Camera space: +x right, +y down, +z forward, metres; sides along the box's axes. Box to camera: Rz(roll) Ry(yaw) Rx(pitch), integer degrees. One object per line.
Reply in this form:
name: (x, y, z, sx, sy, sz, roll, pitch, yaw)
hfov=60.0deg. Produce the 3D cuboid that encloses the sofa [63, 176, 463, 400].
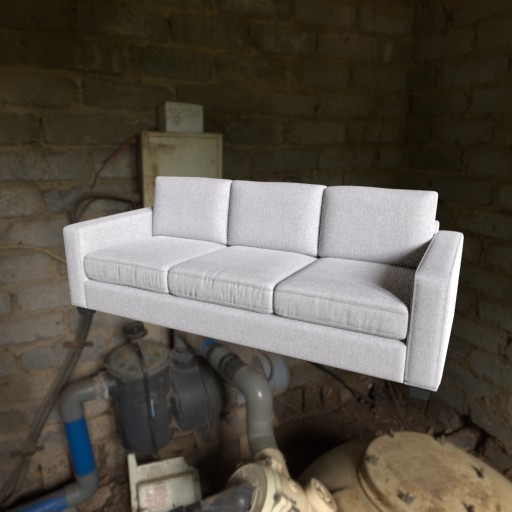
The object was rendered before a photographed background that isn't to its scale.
sofa: (0.000, 0.000, 2.557, 2.120, 0.800, 0.900, 8, 17, 26)
